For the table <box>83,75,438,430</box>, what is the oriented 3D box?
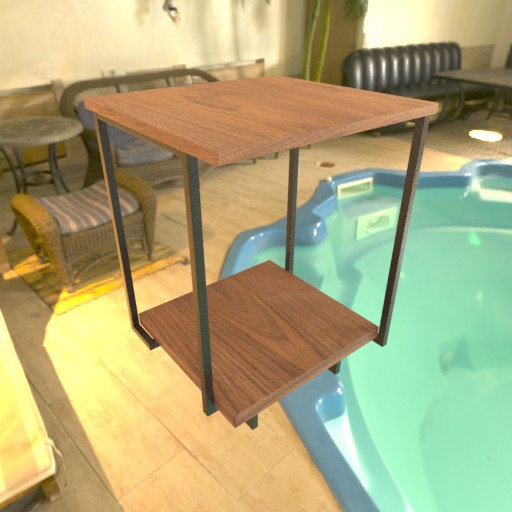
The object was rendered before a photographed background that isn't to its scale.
[{"bbox_3d":[0.000,0.000,0.839,0.411,0.567,0.384,-22,36,-33],"label":"table"}]
